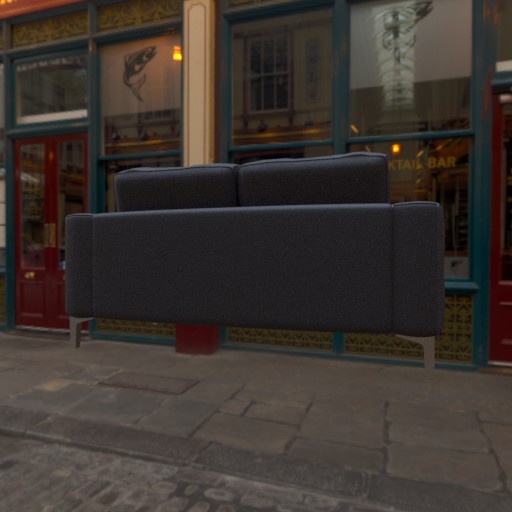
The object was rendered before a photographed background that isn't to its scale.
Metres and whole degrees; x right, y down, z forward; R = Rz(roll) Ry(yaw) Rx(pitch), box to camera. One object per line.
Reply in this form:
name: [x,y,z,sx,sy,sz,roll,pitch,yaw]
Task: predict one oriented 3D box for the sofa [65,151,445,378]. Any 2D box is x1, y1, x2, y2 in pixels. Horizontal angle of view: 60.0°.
sofa: [0.000,0.000,2.253,1.726,0.893,0.833,0,0,19]
